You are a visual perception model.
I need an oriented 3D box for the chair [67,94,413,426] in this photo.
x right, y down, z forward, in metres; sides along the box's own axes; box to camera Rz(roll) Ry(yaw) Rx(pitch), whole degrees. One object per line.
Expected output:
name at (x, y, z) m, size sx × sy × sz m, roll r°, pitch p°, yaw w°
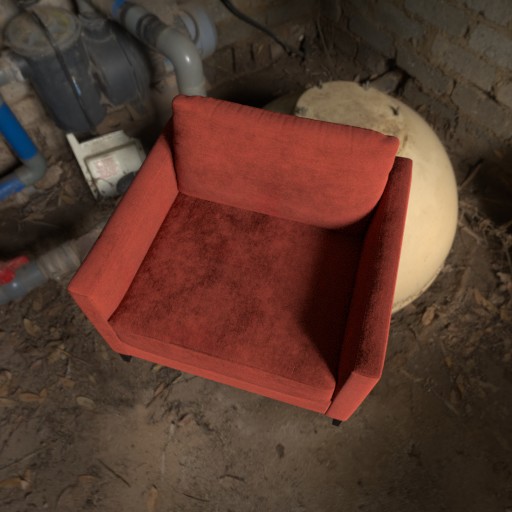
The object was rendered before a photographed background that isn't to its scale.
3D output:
chair at (0.000, 0.000, 1.628) m, size 0.964 × 0.812 × 0.875 m, roll 14°, pitch 58°, yaw 9°
